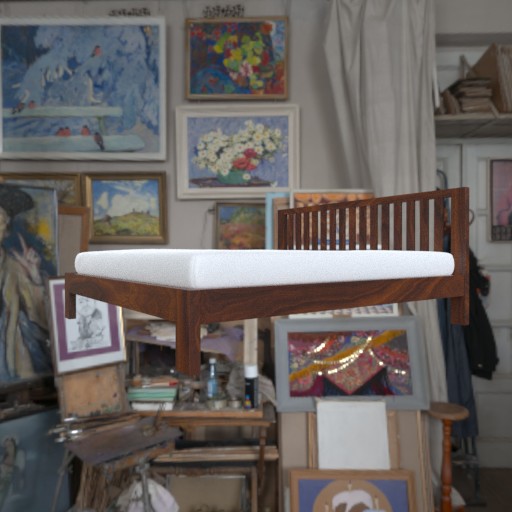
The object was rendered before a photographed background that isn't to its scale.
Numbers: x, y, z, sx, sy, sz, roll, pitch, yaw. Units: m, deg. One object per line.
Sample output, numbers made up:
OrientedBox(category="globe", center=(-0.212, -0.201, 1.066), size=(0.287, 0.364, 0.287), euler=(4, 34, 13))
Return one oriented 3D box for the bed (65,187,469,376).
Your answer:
OrientedBox(category="bed", center=(0.000, 0.000, 3.038), size=(2.030, 0.890, 1.905), euler=(0, 0, -36))
